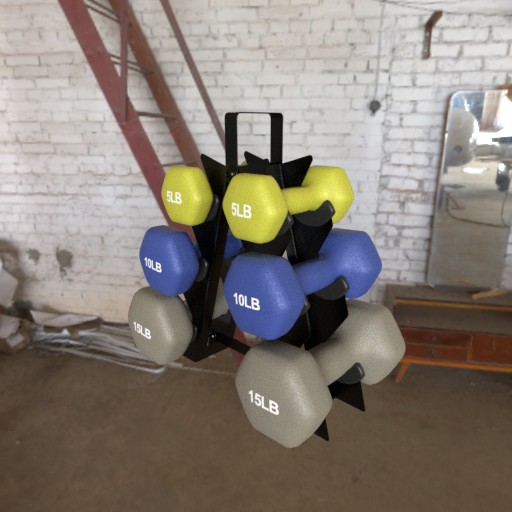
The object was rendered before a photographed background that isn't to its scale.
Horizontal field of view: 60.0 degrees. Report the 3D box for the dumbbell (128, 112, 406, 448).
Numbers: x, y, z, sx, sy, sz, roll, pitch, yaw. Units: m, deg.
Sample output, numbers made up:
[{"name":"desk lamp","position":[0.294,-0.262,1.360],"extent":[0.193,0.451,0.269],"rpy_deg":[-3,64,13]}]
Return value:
[{"name":"dumbbell","position":[0.000,0.000,0.691],"extent":[0.416,0.426,0.261],"rpy_deg":[16,23,43]}]
